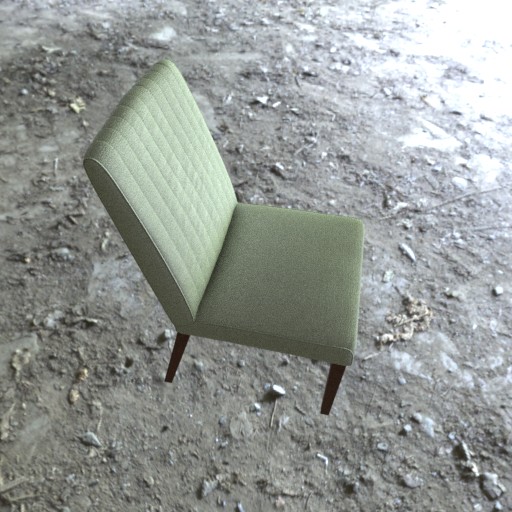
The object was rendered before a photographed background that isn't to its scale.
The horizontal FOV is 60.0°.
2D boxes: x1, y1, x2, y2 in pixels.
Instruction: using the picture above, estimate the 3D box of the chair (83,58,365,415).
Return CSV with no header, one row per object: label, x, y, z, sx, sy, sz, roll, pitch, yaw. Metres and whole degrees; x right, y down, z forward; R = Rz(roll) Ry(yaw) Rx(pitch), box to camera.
chair,0.000,0.000,1.236,0.594,0.900,0.480,9,49,8
